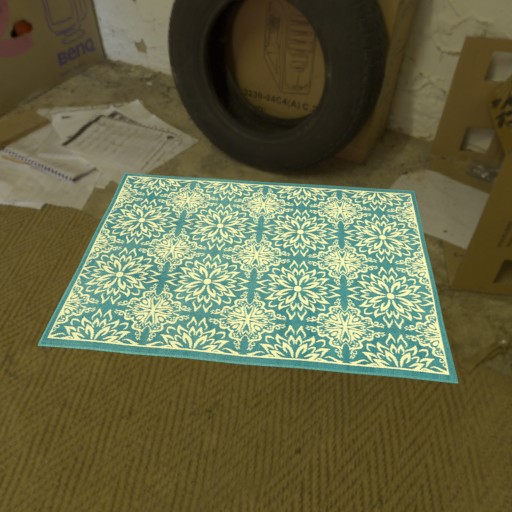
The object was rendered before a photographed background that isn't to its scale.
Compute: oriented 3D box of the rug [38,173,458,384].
[{"bbox_3d":[0.000,0.000,2.835,2.205,0.012,1.554,4,47,4],"label":"rug"}]
